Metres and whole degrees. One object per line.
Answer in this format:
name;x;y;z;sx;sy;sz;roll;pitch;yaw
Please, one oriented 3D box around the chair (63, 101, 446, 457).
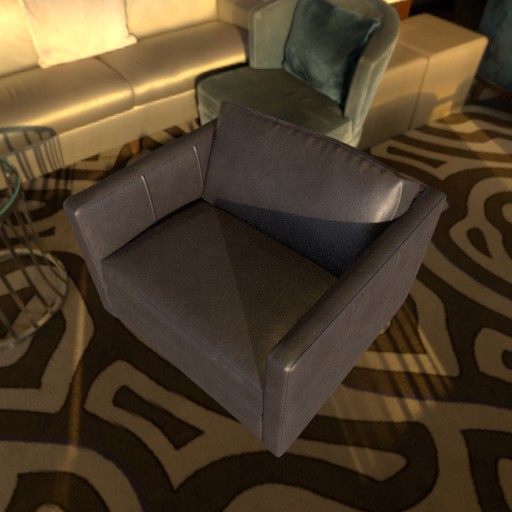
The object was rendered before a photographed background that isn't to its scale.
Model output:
chair;0.000;0.000;1.609;0.939;0.811;0.862;32;54;27
